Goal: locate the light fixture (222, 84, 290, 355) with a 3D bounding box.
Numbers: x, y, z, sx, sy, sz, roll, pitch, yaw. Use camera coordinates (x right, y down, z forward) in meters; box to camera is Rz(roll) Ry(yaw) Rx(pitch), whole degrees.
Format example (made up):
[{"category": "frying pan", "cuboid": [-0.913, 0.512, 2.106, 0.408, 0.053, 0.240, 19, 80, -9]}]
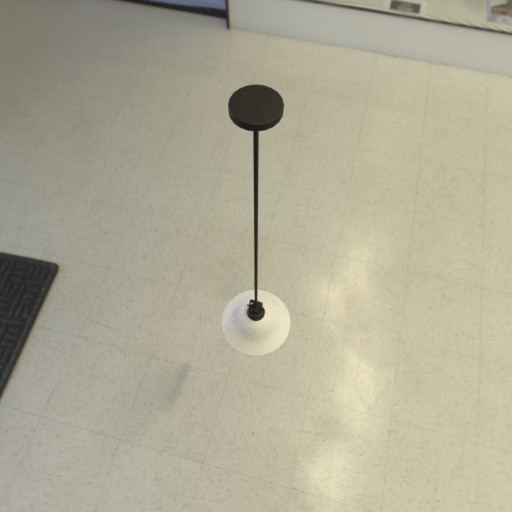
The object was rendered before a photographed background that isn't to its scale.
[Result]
[{"category": "light fixture", "cuboid": [0.000, 0.000, 1.495, 0.324, 1.337, 0.324, 15, 63, 8]}]
